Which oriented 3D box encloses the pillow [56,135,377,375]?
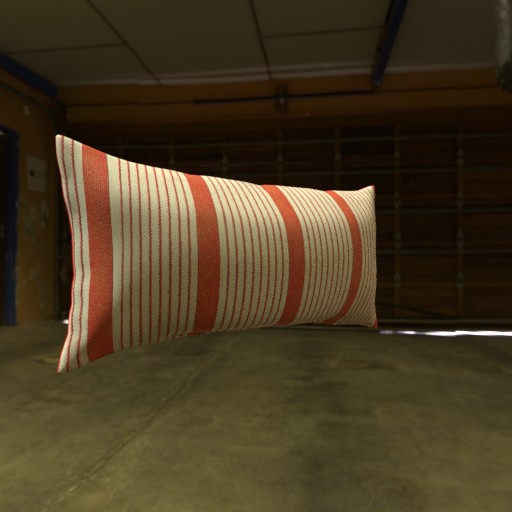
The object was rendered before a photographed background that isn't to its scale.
[{"bbox_3d":[0.000,0.000,0.724,0.608,0.297,0.151,0,-1,-36],"label":"pillow"}]
